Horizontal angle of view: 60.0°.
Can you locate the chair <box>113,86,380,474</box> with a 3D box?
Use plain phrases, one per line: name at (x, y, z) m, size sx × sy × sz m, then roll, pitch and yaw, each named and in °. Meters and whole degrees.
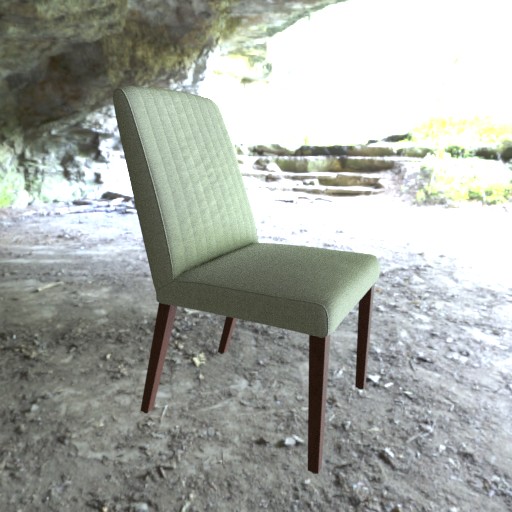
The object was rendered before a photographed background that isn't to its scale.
chair at (0.000, 0.000, 1.239) m, size 0.594 × 0.900 × 0.480 m, roll 8°, pitch 16°, yaw 27°
